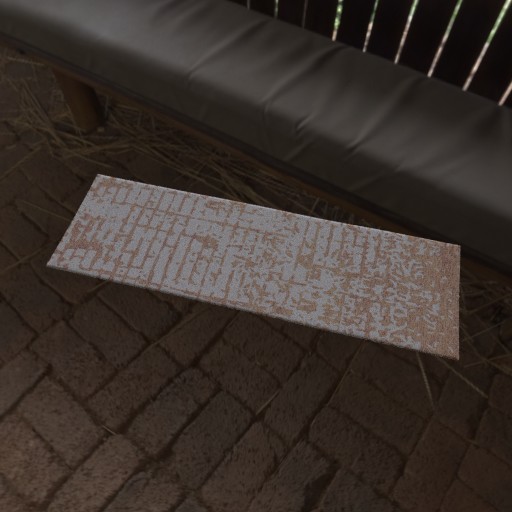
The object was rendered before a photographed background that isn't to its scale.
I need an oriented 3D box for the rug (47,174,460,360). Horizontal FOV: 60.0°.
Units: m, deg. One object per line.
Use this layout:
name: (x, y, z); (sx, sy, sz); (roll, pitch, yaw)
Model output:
rug: (0.000, 0.000, 2.724); (2.435, 0.011, 0.750); (12, 60, 7)
